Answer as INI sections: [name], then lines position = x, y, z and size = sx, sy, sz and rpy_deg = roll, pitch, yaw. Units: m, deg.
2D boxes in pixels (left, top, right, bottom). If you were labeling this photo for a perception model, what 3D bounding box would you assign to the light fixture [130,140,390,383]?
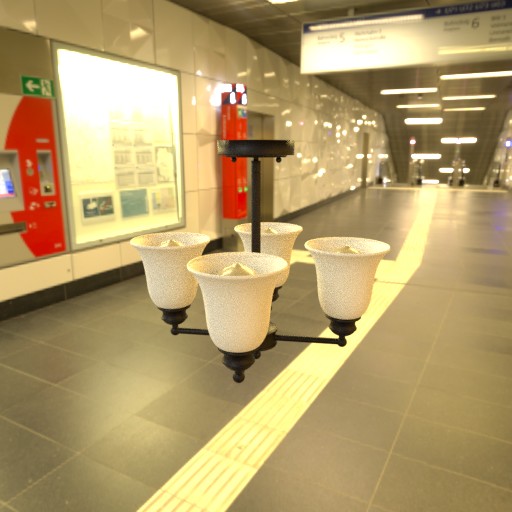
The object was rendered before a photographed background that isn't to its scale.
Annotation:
[light fixture]
position = 0.000, 0.000, 1.839
size = 1.069, 0.925, 1.069
rpy_deg = 2, 13, 9
